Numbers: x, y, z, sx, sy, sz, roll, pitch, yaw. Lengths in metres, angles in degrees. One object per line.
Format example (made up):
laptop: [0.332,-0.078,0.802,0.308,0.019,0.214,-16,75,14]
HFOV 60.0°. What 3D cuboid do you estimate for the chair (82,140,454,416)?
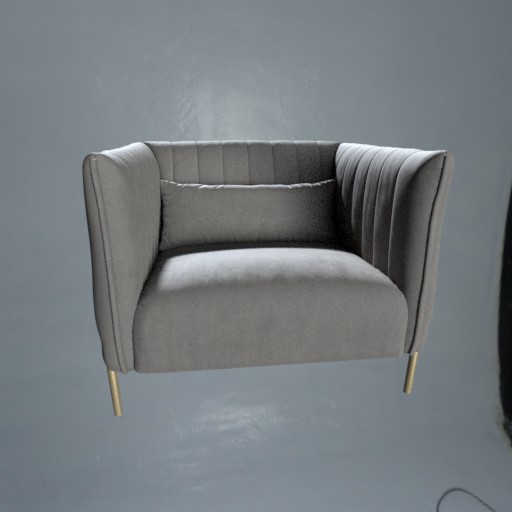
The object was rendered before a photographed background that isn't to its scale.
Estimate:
chair: [0.000,0.000,1.574,0.981,0.779,0.873,-2,16,-7]
